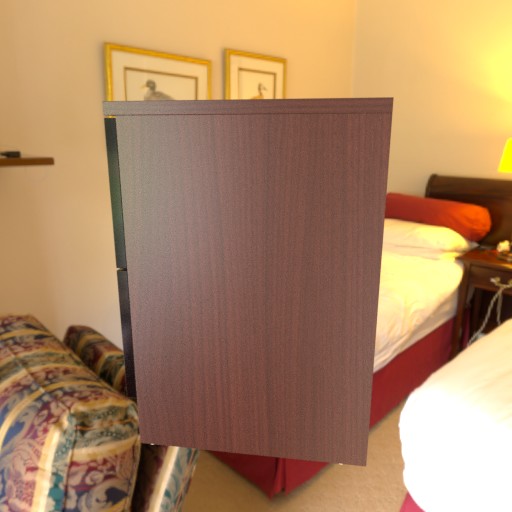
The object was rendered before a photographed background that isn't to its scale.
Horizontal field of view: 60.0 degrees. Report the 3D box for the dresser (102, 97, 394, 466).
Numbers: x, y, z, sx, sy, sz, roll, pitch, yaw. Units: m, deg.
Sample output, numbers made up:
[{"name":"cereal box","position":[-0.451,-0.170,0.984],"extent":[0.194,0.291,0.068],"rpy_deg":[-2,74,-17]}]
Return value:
[{"name":"dresser","position":[0.000,0.000,0.753],"extent":[0.360,0.470,0.400],"rpy_deg":[2,15,8]}]
